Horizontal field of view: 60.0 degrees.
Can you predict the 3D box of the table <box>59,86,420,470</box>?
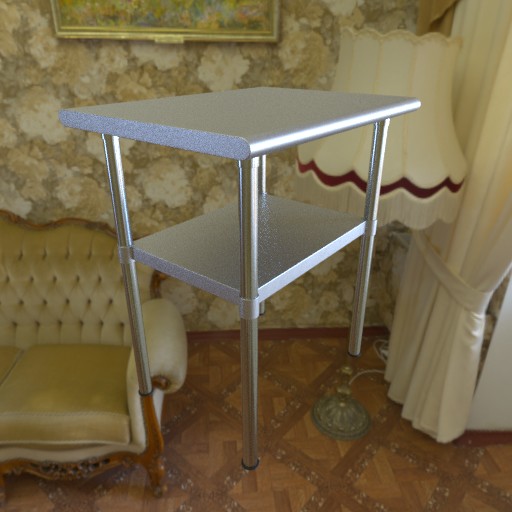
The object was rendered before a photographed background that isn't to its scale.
[{"bbox_3d":[0.000,0.000,1.331,0.584,0.876,0.762,19,32,34],"label":"table"}]
